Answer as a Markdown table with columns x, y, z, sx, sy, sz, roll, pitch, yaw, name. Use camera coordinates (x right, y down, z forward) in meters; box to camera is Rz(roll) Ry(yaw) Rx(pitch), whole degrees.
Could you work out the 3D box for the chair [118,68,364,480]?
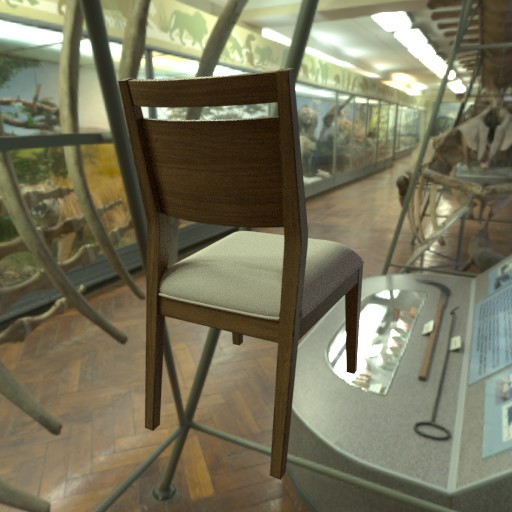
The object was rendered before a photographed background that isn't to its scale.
| x | y | z | sx | sy | sz | roll | pitch | yaw | name |
| --- | --- | --- | --- | --- | --- | --- | --- | --- | --- |
| 0.000 | 0.000 | 1.289 | 0.497 | 0.939 | 0.610 | 8 | 18 | 26 | chair |
